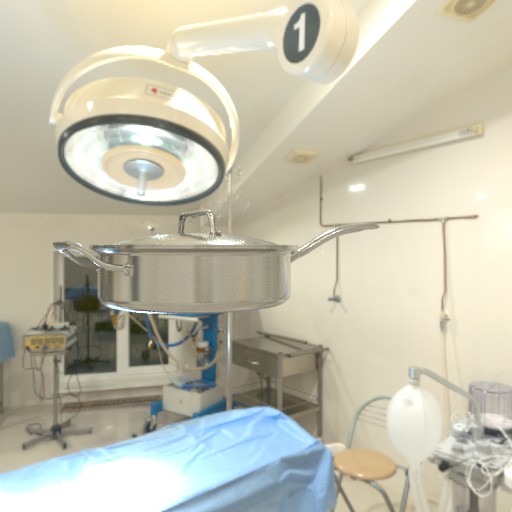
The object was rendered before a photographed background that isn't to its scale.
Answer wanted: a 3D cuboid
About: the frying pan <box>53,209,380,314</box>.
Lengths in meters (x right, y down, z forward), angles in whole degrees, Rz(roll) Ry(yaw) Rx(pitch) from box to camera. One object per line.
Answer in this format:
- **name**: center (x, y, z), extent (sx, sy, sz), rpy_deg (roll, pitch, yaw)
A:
- **frying pan**: center (0.000, 0.000, 0.590), extent (0.492, 0.111, 0.245), rpy_deg (-1, 1, -36)
